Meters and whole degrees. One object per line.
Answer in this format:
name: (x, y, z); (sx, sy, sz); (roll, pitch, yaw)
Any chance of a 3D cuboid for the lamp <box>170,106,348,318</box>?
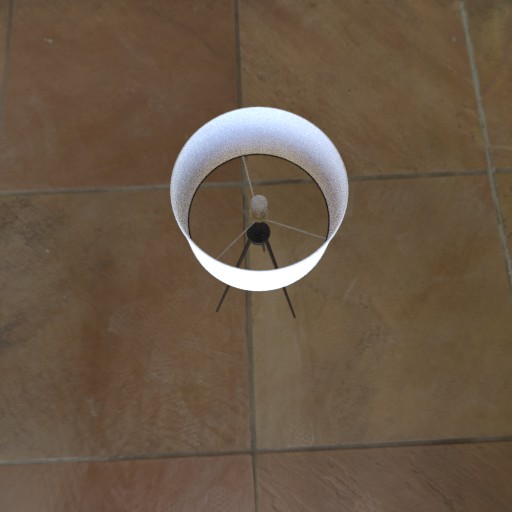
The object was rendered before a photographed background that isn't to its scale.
lamp: (0.000, 0.000, 1.769); (0.448, 1.545, 0.458); (1, 76, 0)
